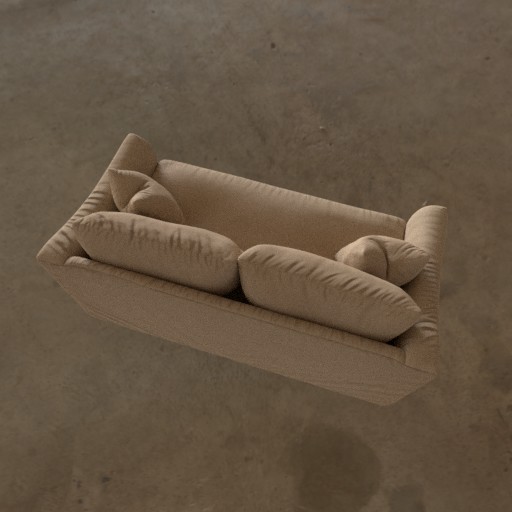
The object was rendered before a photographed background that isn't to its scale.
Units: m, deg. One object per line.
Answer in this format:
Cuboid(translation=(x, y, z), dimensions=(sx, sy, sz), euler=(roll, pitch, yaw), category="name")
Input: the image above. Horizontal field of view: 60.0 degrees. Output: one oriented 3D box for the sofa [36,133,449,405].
Cuboid(translation=(0.000, 0.000, 2.614), dimensions=(2.010, 1.018, 1.072), euler=(15, 63, 8), category="sofa")
